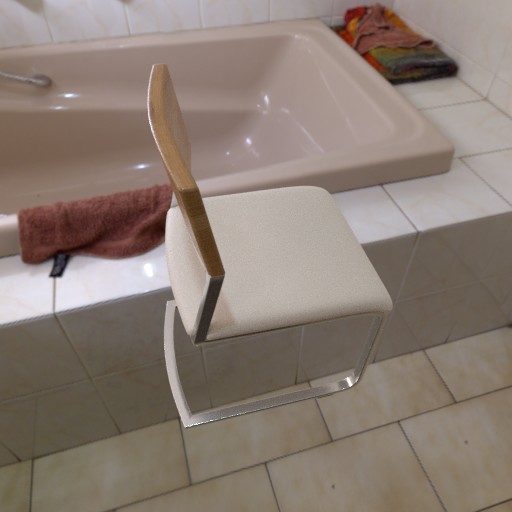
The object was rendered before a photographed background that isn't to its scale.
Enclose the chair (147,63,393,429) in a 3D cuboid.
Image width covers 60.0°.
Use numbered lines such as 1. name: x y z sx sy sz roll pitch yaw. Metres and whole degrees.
1. chair: 0.000 0.000 1.155 0.585 0.844 0.467 -10 47 -10
